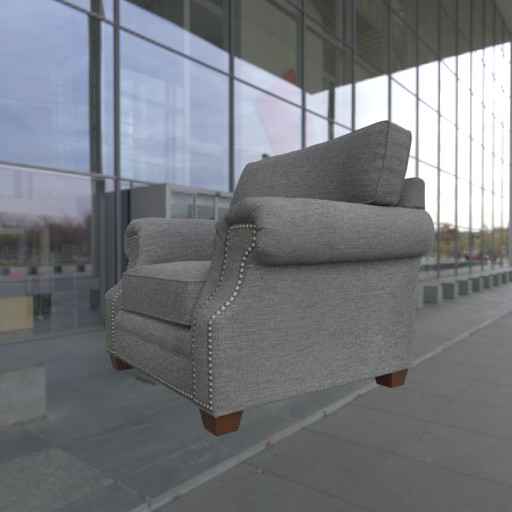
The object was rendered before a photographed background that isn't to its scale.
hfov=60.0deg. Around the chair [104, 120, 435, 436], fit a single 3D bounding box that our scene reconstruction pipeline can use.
[{"bbox_3d":[0.000,0.000,1.801,0.965,0.961,1.092,0,1,-36],"label":"chair"}]
